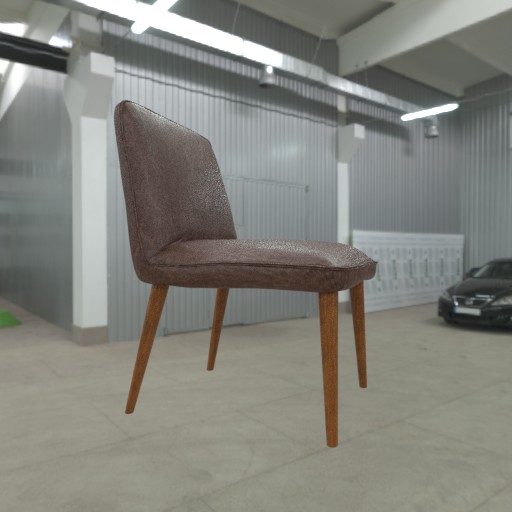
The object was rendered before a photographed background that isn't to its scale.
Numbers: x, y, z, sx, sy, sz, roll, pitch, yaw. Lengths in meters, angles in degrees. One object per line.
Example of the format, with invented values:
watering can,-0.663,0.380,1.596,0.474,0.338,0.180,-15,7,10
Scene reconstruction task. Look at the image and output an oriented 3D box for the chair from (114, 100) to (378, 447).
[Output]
chair,0.000,0.000,1.235,0.645,0.803,0.543,0,1,17
